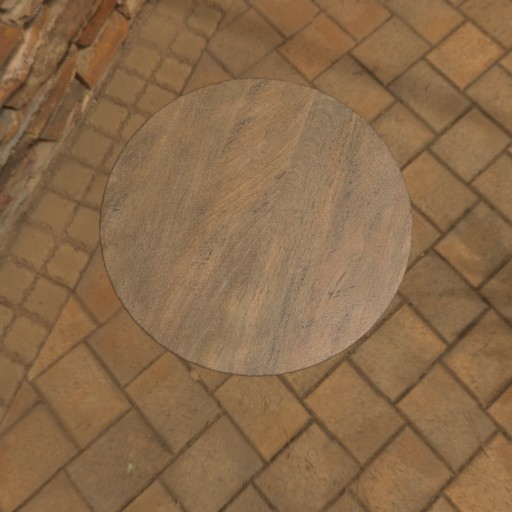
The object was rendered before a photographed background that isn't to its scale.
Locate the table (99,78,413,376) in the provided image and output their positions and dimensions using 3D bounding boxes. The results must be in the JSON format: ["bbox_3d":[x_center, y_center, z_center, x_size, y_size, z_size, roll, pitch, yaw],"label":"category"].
[{"bbox_3d":[0.000,0.000,0.792,0.405,0.454,0.405,0,76,0],"label":"table"}]
